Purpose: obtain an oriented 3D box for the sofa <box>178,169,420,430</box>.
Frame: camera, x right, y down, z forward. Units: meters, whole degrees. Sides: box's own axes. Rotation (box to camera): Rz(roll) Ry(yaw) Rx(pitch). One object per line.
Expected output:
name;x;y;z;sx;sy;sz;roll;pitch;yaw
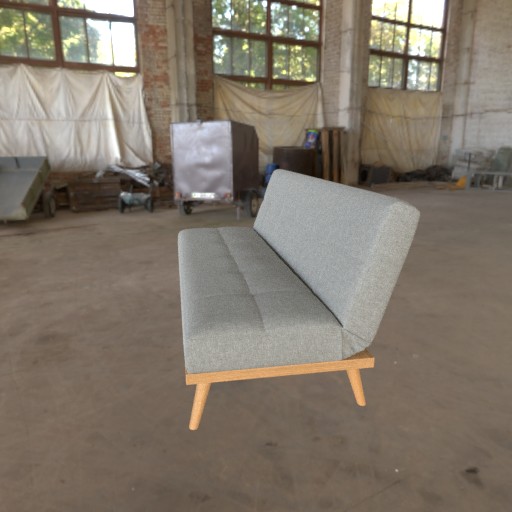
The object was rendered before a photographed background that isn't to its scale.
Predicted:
sofa;0.000;0.000;2.334;0.800;0.800;1.820;-3;15;-10
